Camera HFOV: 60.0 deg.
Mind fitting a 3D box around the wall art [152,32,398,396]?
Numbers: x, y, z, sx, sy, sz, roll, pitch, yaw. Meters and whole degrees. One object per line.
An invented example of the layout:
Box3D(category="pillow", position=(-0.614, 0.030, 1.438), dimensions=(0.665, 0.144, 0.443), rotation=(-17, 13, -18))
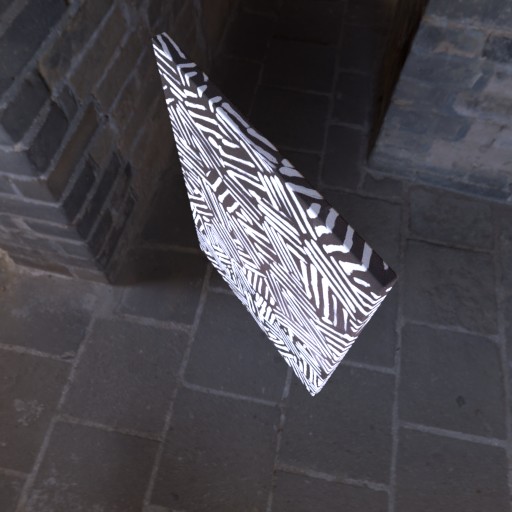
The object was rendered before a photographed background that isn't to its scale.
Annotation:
Box3D(category="wall art", position=(0.000, 0.000, 1.326), dimensions=(0.038, 1.017, 0.765), rotation=(-33, 67, -16))
